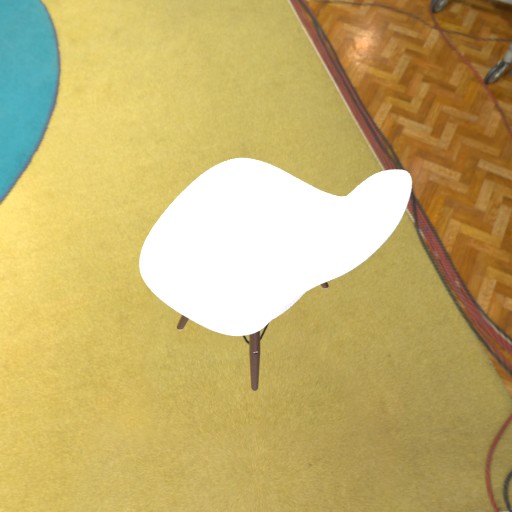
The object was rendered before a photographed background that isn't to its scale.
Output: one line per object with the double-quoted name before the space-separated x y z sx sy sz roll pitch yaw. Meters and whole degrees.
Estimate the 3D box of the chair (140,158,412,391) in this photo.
"chair" 0.000 0.000 1.125 0.533 0.826 0.470 31 68 14
